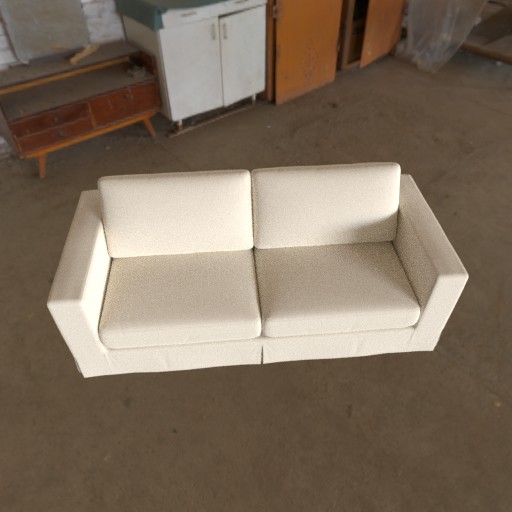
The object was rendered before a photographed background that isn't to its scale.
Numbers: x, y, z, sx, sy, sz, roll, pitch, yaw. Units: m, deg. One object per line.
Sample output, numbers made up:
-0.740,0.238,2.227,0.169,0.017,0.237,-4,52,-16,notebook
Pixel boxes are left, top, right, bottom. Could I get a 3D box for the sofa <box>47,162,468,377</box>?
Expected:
0.000,0.000,2.688,2.163,0.881,0.954,-4,45,-4,sofa
